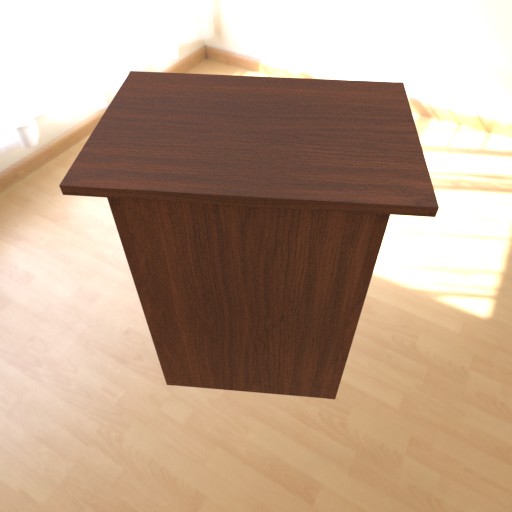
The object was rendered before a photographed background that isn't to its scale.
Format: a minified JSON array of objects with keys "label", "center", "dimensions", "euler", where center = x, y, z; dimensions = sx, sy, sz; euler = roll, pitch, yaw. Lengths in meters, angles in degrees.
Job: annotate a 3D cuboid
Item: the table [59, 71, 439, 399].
[{"label":"table","center":[0.000,0.000,1.082],"dimensions":[0.589,0.711,0.406],"euler":[4,47,4]}]
